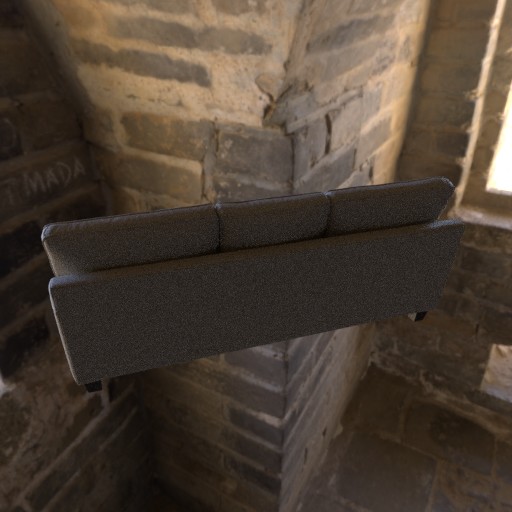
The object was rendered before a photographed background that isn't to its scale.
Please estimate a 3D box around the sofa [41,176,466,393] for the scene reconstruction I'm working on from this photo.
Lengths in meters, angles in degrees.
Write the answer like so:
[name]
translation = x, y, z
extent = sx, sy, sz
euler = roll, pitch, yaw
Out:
[sofa]
translation = 0.000, 0.000, 2.839
extent = 2.323, 0.997, 1.016
euler = -9, 28, -16
